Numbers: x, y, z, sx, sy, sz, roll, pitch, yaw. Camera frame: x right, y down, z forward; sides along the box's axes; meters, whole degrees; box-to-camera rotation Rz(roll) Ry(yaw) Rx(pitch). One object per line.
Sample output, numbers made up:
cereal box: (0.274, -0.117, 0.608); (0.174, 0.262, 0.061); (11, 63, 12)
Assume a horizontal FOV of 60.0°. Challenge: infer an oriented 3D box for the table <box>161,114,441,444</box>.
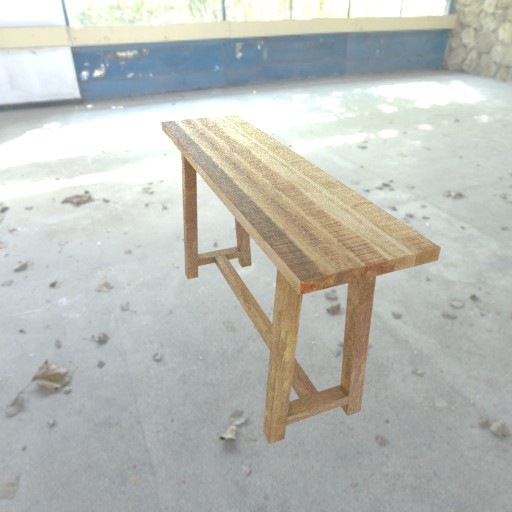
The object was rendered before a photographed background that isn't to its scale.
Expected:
table: (0.000, 0.000, 1.886); (0.405, 0.810, 1.524); (-12, 33, -19)
